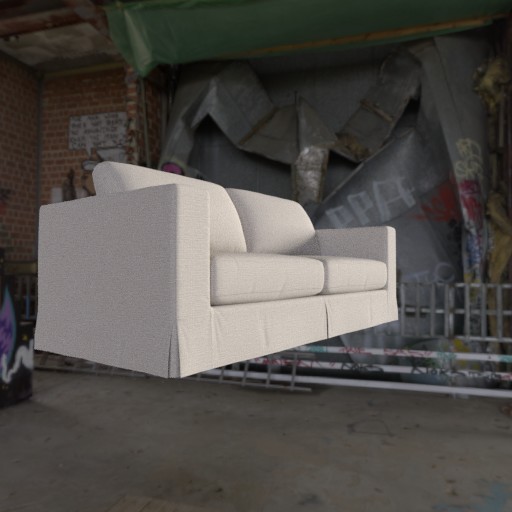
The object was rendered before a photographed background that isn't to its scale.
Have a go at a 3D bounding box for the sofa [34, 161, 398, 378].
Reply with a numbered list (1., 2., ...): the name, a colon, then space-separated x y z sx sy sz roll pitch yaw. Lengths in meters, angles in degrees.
1. sofa: 0.000 0.000 2.623 0.954 0.881 2.163 -1 -2 37
